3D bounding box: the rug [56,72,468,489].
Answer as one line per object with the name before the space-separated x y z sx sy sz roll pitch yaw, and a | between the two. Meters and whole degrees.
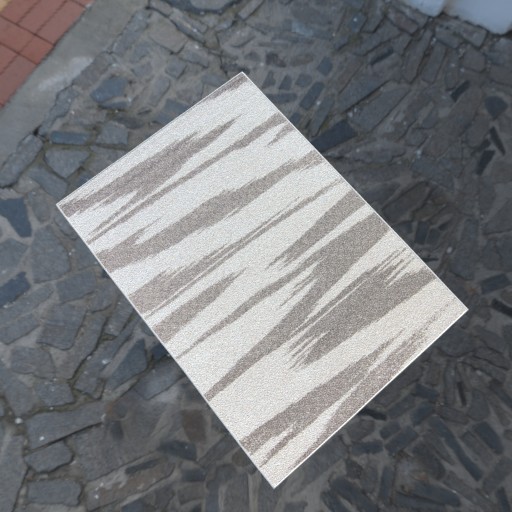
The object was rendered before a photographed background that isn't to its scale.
rug | 0.000 0.000 2.729 1.533 0.010 2.142 -39 79 -9
